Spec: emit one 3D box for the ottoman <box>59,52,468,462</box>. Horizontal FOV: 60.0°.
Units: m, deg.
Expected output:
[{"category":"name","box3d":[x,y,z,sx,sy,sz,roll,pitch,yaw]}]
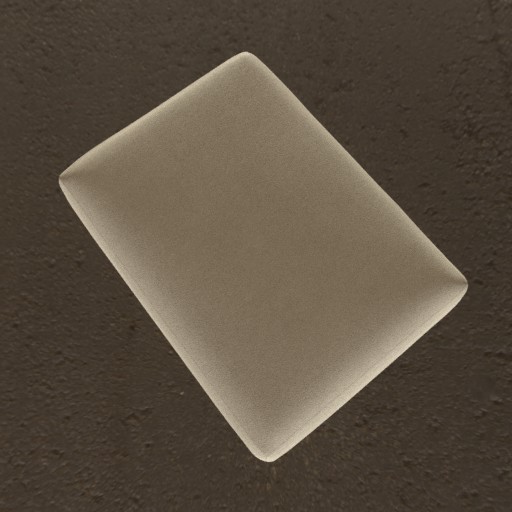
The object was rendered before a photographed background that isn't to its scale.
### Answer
[{"category":"ottoman","box3d":[0.000,0.000,1.134,0.569,0.499,0.773,-37,78,-10]}]
